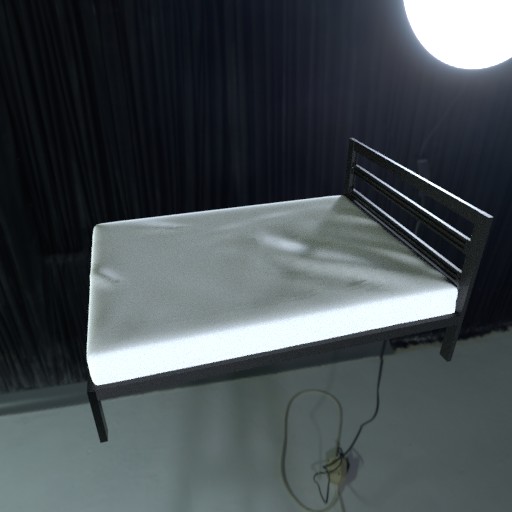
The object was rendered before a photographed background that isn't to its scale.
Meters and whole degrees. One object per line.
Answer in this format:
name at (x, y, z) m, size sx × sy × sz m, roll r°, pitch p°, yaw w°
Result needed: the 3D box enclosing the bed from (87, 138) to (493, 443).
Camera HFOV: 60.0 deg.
bed at (0.000, 0.000, 2.848) m, size 2.062 × 0.967 × 1.524 m, roll -8°, pitch 31°, yaw -14°
